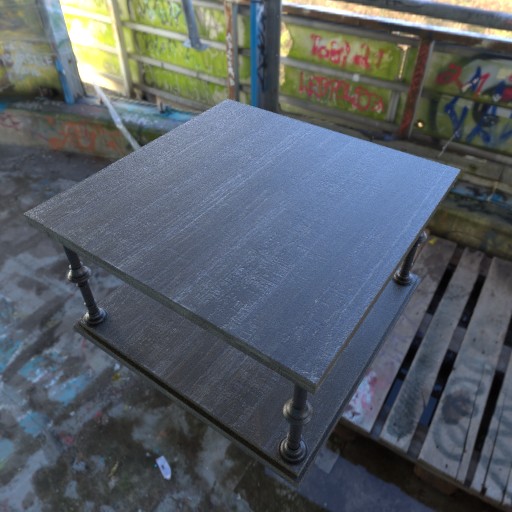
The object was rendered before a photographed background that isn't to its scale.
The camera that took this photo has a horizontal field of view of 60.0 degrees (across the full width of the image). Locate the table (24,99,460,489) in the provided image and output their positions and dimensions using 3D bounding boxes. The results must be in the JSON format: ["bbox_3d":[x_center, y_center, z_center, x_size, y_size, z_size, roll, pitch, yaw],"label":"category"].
[{"bbox_3d":[0.000,0.000,1.123,0.696,0.400,0.696,25,49,25],"label":"table"}]
